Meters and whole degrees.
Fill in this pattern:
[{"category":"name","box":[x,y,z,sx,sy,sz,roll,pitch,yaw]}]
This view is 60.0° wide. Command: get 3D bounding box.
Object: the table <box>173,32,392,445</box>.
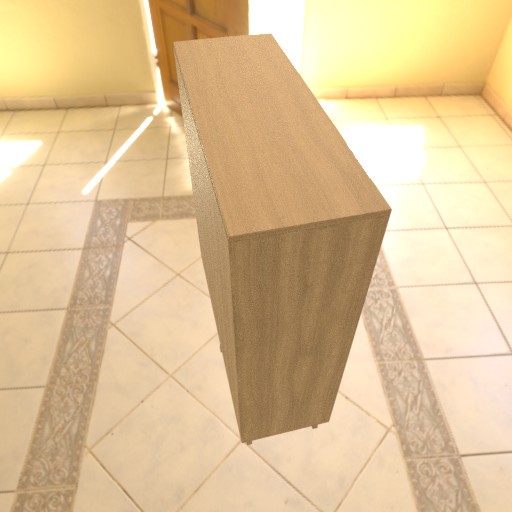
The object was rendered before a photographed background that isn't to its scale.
[{"category":"table","box":[0.000,0.000,1.897,0.398,1.388,1.111,-10,48,-9]}]
